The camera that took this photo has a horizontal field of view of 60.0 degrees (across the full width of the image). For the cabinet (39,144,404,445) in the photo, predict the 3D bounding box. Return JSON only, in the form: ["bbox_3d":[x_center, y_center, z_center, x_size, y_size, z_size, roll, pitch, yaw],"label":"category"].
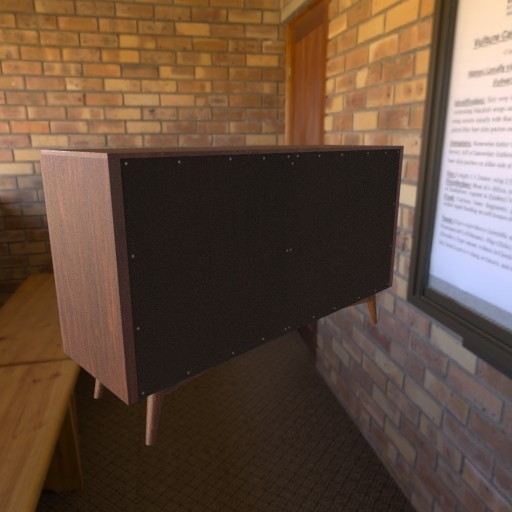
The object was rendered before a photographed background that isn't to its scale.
[{"bbox_3d":[0.000,0.000,1.972,1.575,0.940,0.505,-14,21,-43],"label":"cabinet"}]
